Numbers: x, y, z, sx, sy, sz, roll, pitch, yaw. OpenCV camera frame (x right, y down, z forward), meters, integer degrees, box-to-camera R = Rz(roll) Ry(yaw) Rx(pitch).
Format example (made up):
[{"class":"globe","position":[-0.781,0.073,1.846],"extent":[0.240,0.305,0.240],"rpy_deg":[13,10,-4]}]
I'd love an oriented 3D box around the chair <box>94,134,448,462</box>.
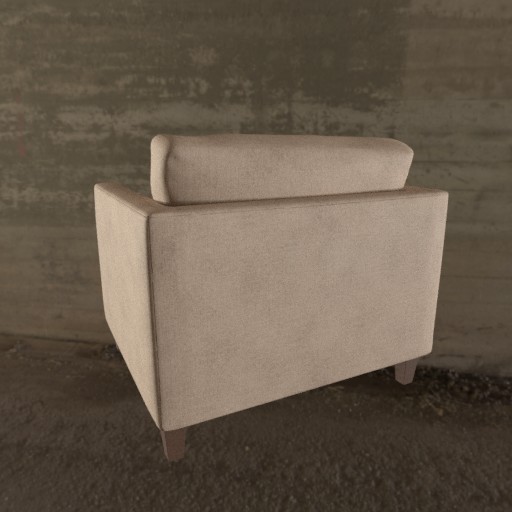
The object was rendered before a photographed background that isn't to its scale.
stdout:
[{"class":"chair","position":[0.000,0.000,1.822],"extent":[1.133,0.961,0.959],"rpy_deg":[-7,16,-26]}]
